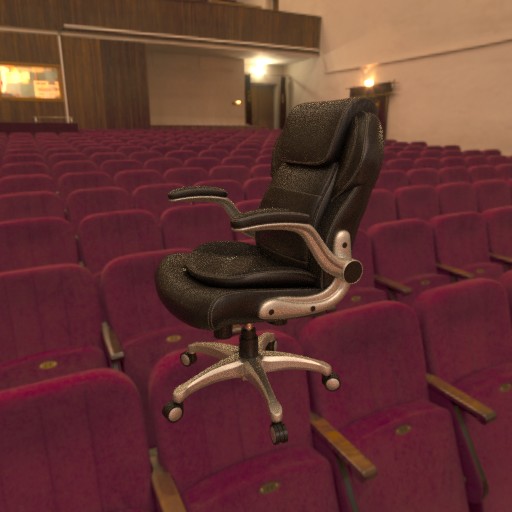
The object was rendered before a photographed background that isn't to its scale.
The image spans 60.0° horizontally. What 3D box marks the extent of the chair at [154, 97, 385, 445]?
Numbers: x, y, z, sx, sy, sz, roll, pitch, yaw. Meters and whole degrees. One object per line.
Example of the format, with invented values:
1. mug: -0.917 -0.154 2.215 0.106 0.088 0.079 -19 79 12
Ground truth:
1. chair: 0.000 0.000 1.680 0.801 1.141 0.724 -8 17 -26
